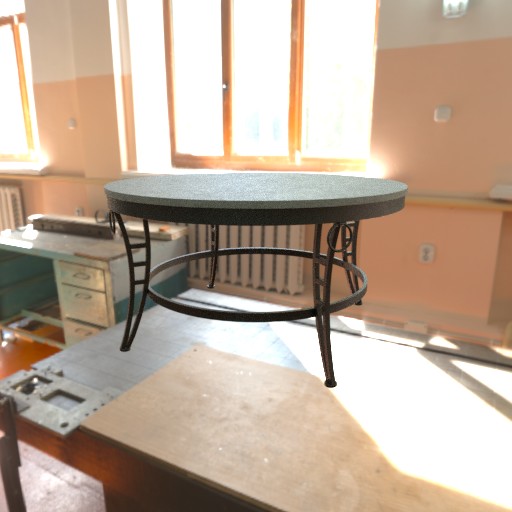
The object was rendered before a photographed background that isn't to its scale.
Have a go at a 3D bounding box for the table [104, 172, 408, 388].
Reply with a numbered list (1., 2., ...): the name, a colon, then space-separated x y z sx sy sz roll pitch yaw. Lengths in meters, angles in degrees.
1. table: 0.000 0.000 1.423 0.889 0.470 0.889 0 14 0
